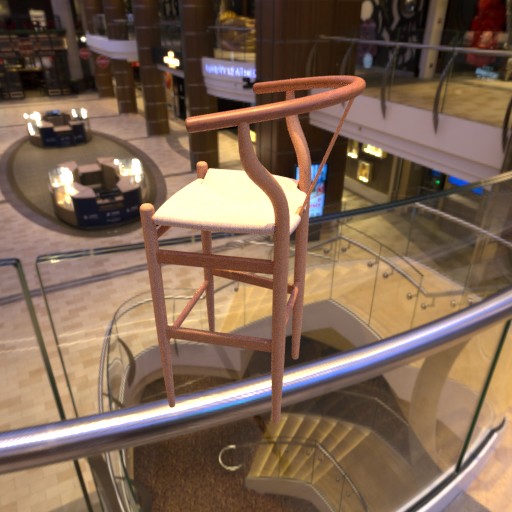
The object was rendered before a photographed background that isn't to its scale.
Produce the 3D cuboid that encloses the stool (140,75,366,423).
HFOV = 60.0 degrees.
[{"bbox_3d":[0.000,0.000,1.409,0.561,1.068,0.574,8,30,14],"label":"stool"}]
